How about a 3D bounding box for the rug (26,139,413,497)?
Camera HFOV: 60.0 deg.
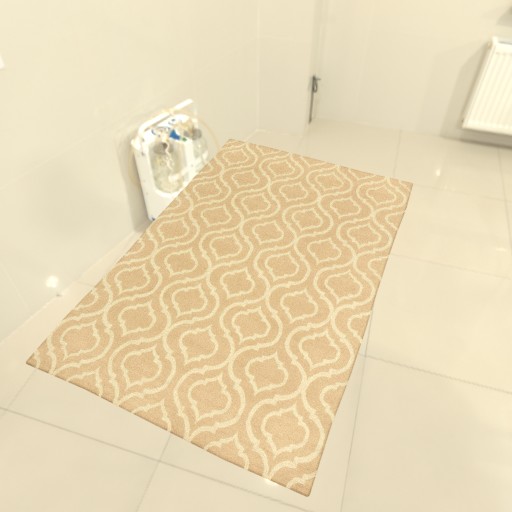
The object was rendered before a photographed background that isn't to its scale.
[{"bbox_3d":[0.000,0.000,2.077,1.152,0.013,1.761,18,49,17],"label":"rug"}]
